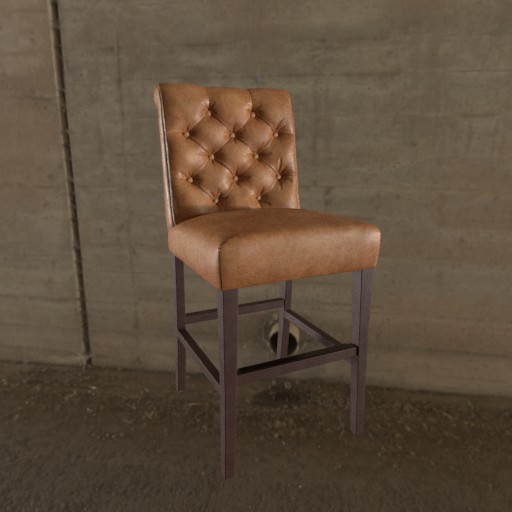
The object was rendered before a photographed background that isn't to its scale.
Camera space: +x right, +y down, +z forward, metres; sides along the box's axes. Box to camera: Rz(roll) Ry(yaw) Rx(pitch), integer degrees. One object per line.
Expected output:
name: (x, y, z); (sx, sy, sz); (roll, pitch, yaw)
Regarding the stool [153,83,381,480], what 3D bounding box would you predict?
stool: (0.000, 0.000, 1.384); (0.493, 1.047, 0.601); (-7, 16, -25)
